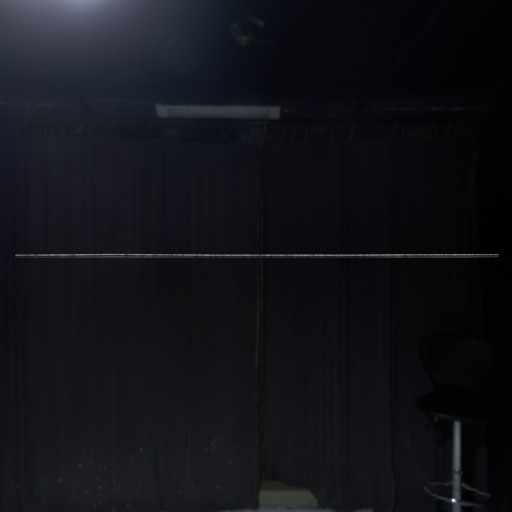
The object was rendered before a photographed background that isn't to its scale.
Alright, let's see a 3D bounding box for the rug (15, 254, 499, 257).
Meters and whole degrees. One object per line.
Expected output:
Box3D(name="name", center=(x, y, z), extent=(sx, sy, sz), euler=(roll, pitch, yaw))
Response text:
Box3D(name="rug", center=(0.000, 0.000, 4.122), extent=(3.226, 0.024, 2.436), euler=(0, 0, 0))
